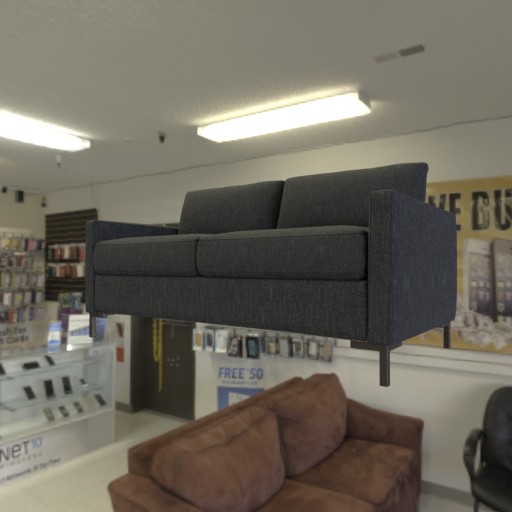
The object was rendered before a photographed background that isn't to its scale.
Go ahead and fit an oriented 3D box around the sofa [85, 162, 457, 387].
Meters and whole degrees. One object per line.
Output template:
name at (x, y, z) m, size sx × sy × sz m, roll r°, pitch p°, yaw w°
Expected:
sofa at (0.000, 0.000, 2.216) m, size 1.716 × 0.862 × 0.866 m, roll -1°, pitch -1°, yaw 37°
